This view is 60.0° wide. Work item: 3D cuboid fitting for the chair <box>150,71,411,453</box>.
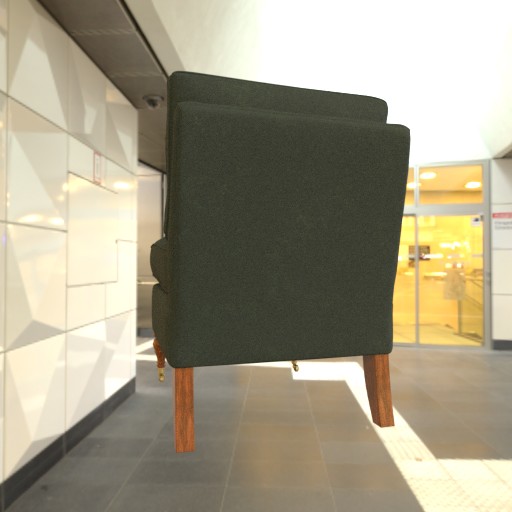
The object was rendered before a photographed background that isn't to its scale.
[{"bbox_3d":[0.000,0.000,1.622,0.724,1.052,0.912,0,-1,-17],"label":"chair"}]
